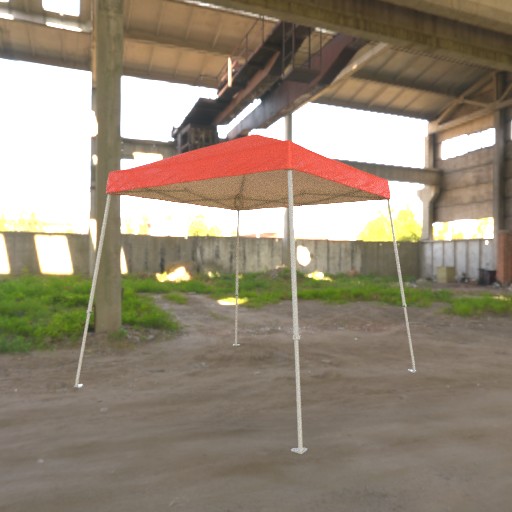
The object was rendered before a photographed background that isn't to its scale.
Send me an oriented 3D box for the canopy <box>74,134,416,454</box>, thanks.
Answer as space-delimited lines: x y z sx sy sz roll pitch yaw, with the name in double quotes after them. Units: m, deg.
0.000 0.000 5.175 2.850 2.850 2.849 0 0 36 "canopy"
